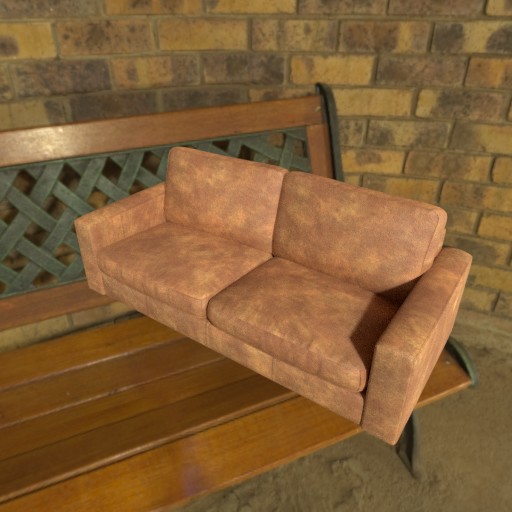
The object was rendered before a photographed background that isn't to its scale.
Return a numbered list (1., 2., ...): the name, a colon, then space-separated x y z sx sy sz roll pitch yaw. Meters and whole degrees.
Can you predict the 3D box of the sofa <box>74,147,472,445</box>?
1. sofa: 0.000 0.000 2.648 2.179 0.873 1.016 20 36 30
